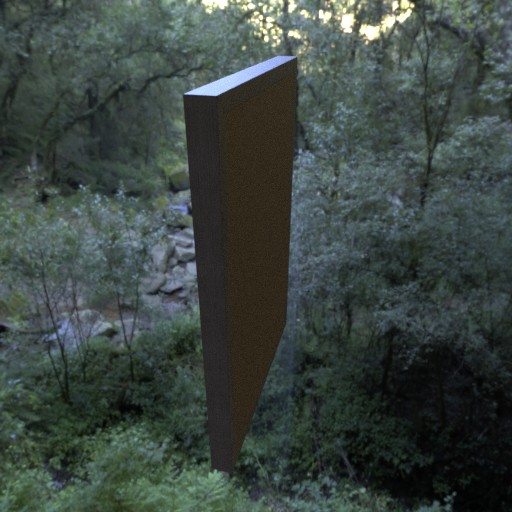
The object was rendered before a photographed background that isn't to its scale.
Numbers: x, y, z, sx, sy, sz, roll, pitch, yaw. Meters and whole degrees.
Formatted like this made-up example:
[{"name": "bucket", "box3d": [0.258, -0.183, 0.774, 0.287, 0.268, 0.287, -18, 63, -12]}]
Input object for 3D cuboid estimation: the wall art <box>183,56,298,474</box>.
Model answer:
[{"name": "wall art", "box3d": [0.000, 0.000, 0.653, 0.031, 0.509, 0.356, 8, 30, 14]}]
